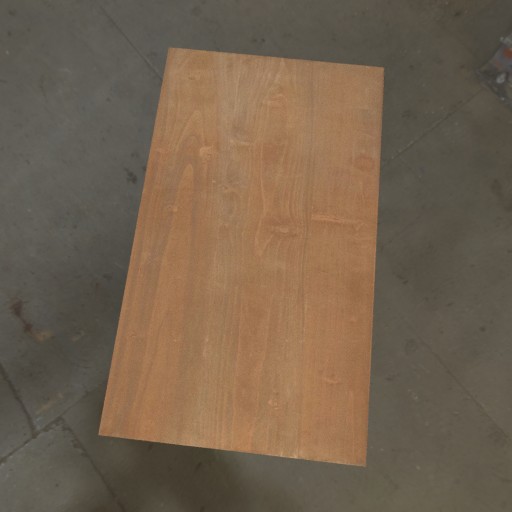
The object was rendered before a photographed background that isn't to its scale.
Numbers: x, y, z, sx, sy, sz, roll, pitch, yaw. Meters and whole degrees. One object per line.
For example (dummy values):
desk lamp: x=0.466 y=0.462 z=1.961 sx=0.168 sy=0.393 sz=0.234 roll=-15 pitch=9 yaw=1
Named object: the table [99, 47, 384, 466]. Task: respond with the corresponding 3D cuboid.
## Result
table: x=0.000 y=0.000 z=2.125 sx=0.946 sy=0.780 sz=1.609 roll=6 pitch=76 yaw=1
